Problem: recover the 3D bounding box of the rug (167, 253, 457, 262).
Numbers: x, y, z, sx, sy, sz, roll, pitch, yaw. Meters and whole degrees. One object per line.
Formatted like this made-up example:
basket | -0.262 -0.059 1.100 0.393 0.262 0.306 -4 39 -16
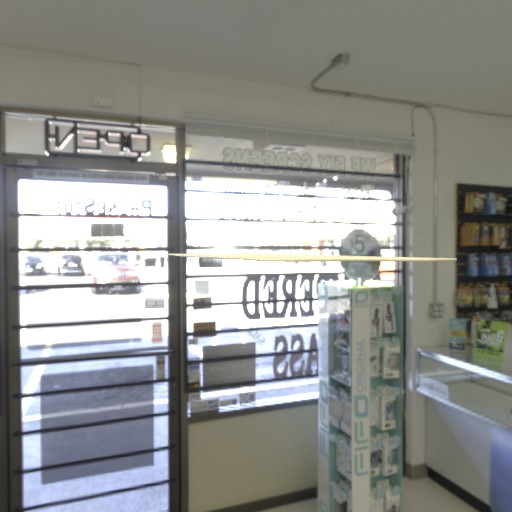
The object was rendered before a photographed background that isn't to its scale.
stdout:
rug | 0.000 0.000 2.697 0.770 0.016 2.442 0 1 -19
